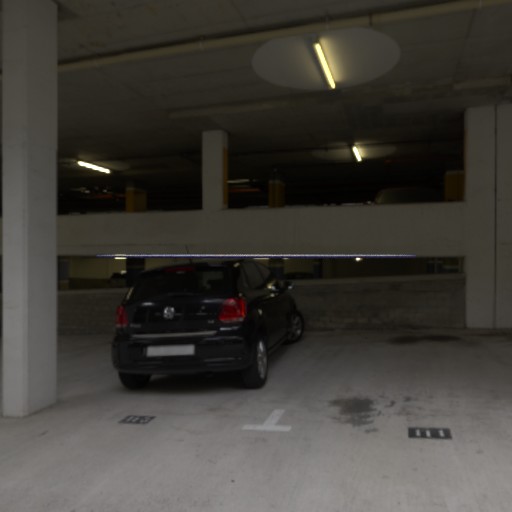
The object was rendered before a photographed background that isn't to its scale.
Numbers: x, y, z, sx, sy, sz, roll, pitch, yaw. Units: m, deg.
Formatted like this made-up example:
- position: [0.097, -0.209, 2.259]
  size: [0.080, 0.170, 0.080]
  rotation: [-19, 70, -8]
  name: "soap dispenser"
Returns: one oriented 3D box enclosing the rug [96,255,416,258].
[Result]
- position: [0.000, 0.000, 2.345]
  size: [1.591, 0.010, 1.591]
  rotation: [0, 0, 0]
  name: "rug"
